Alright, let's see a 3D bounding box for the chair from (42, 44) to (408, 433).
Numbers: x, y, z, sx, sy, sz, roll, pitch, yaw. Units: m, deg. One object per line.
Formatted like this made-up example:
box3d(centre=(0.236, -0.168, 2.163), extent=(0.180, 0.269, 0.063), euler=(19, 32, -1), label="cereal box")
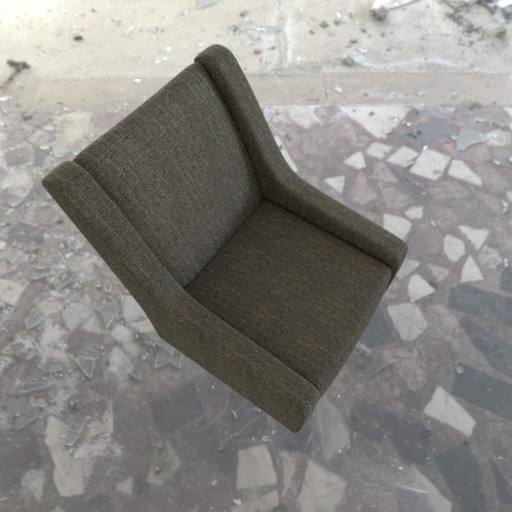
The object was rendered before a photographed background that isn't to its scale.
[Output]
box3d(centre=(0.000, 0.000, 1.673), extent=(0.944, 1.012, 0.793), euler=(31, 63, 18), label="chair")
